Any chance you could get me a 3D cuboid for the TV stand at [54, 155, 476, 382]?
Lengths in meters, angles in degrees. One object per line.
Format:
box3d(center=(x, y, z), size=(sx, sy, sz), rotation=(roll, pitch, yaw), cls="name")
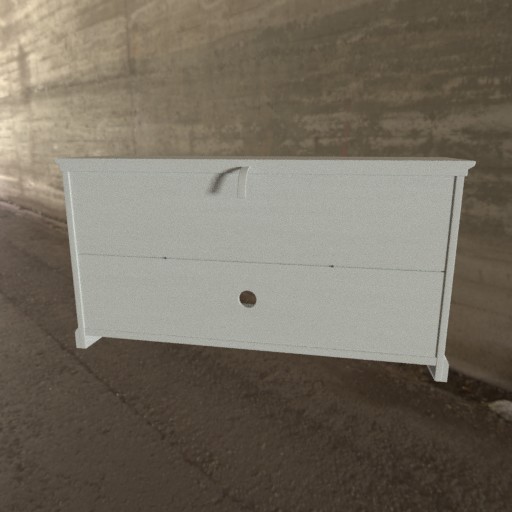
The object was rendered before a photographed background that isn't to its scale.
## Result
box3d(center=(0.000, 0.000, 1.443), size=(1.187, 0.624, 0.424), rotation=(3, 14, 11), cls="TV stand")
